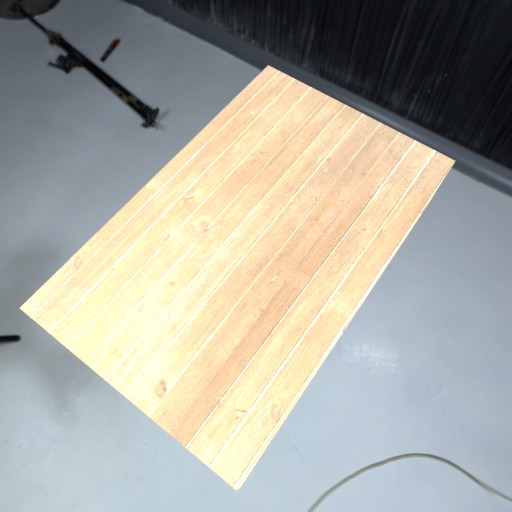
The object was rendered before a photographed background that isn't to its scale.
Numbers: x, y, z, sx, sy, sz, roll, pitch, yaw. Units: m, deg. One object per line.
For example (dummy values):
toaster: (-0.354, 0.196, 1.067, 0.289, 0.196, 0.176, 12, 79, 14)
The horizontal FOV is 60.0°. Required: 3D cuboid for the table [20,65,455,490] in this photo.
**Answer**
table: (0.000, 0.000, 1.654, 0.827, 0.413, 1.299, 33, 68, 15)
